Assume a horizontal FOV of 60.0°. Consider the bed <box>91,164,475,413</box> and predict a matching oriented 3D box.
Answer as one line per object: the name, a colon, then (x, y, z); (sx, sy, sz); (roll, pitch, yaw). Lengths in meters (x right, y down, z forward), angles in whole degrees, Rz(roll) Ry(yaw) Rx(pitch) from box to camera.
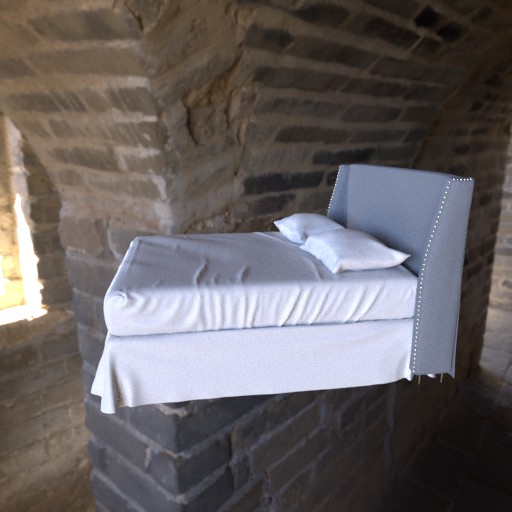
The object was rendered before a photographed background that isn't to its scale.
bed: (0.000, 0.000, 3.429); (2.276, 1.332, 1.925); (-2, 14, -9)
